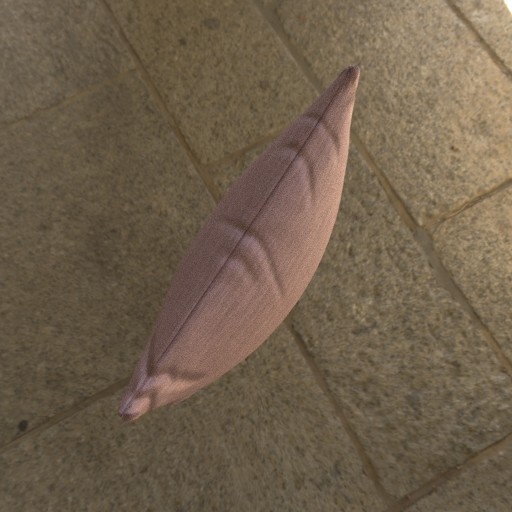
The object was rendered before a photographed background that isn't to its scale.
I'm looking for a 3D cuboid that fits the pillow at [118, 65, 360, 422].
[{"bbox_3d":[0.000,0.000,0.793,0.210,0.338,0.633,31,77,8],"label":"pillow"}]
